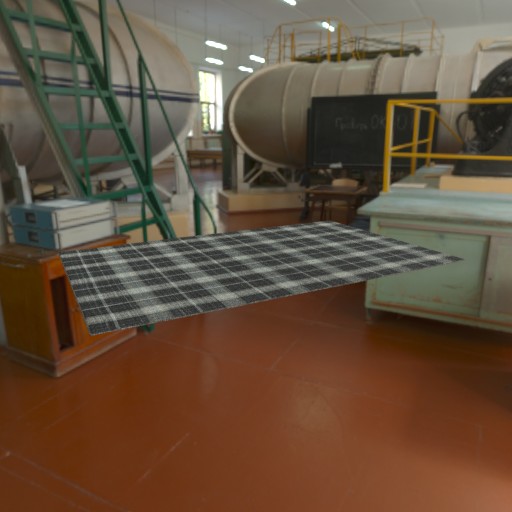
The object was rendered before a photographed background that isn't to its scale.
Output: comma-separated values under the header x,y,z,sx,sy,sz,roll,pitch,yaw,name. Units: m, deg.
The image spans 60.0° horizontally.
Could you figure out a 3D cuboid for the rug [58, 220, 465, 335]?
x,y,z,sx,sy,sz,roll,pitch,yaw,name
0.000,0.000,3.105,2.434,0.015,1.520,-8,18,-27,rug
